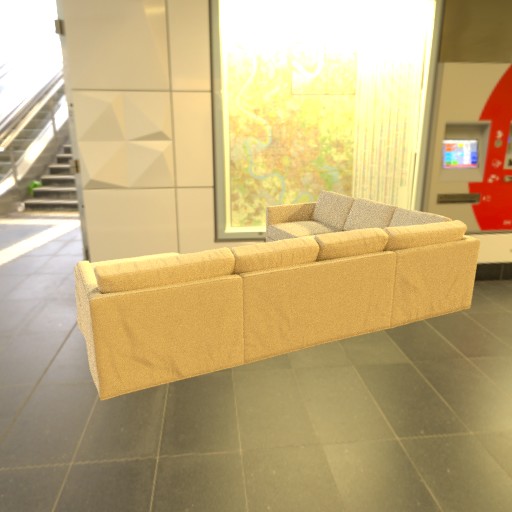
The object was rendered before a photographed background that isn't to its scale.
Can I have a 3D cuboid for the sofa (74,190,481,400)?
[{"bbox_3d":[0.000,0.000,4.478,3.460,0.882,2.427,-8,18,-25],"label":"sofa"}]
